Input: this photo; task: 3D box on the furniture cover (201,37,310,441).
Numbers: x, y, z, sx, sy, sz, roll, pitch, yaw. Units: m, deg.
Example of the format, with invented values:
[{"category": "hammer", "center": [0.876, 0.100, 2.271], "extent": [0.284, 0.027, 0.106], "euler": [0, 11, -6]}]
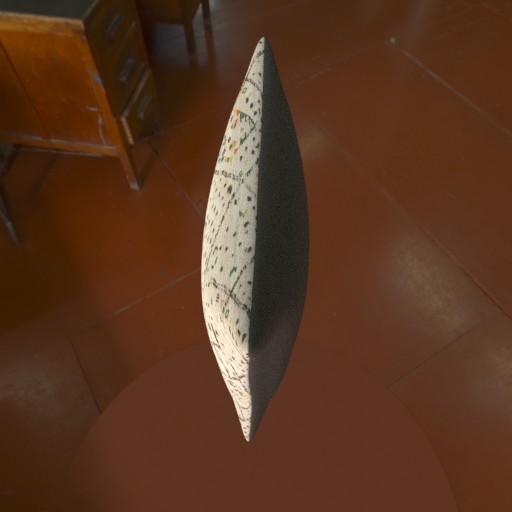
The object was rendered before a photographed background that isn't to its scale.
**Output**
[{"category": "furniture cover", "center": [0.000, 0.000, 0.769], "extent": [0.180, 0.498, 0.525], "euler": [2, 58, 1]}]
